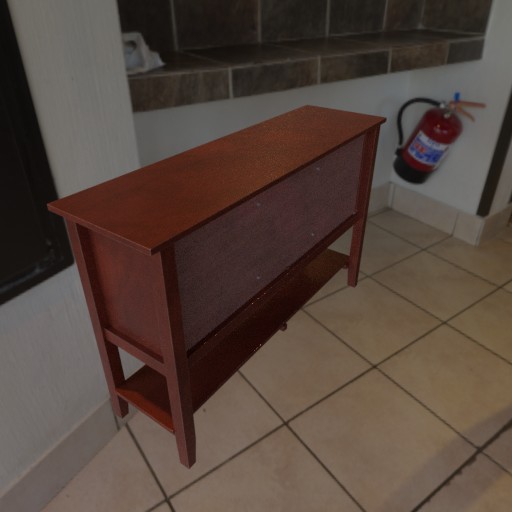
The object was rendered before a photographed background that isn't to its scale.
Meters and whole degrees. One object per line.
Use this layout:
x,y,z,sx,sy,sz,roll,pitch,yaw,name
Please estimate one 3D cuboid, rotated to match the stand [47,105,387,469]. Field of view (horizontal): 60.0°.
0.000,0.000,1.778,0.410,0.872,1.362,21,38,30,stand
